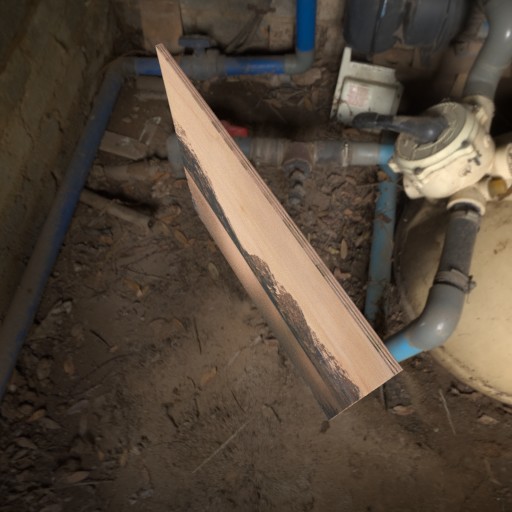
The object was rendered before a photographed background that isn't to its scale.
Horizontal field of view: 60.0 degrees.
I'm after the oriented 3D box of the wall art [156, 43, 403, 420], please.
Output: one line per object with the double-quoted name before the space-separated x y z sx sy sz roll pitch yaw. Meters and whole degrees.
"wall art" 0.000 0.000 0.685 0.010 0.408 0.508 -28 67 -13
